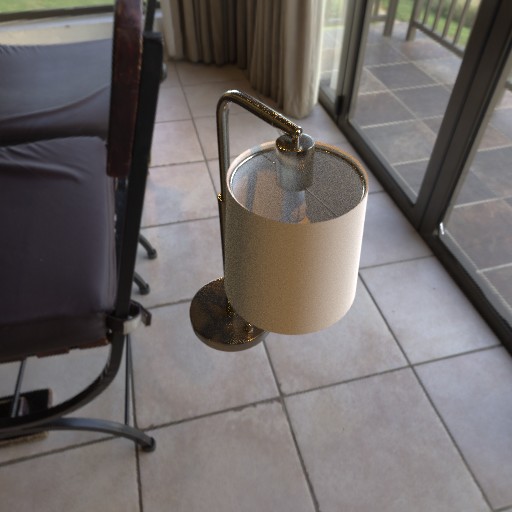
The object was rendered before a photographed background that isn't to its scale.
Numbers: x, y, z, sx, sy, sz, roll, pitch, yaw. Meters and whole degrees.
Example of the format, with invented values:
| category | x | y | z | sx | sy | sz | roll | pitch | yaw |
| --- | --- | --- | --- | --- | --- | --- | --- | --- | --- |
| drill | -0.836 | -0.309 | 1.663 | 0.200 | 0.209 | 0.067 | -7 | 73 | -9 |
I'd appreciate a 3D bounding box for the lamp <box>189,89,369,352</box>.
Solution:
| category | x | y | z | sx | sy | sz | roll | pitch | yaw |
| --- | --- | --- | --- | --- | --- | --- | --- | --- | --- |
| lamp | 0.000 | 0.000 | 0.646 | 0.171 | 0.489 | 0.333 | -25 | 51 | -22 |
